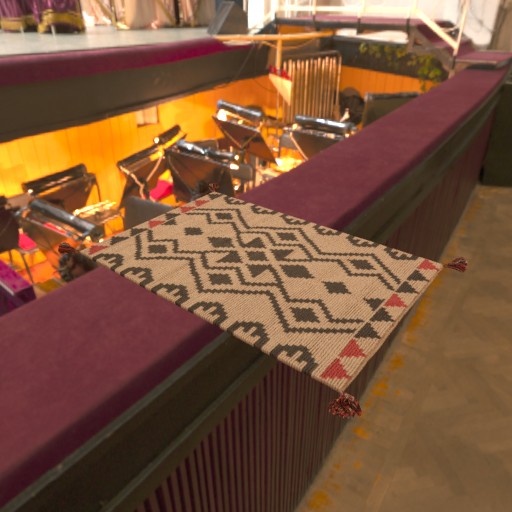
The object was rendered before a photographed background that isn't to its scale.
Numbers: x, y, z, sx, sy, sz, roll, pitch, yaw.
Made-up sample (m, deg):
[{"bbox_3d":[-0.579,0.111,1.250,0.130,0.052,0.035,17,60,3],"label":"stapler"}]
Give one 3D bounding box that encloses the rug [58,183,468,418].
[{"bbox_3d":[0.000,0.000,2.650,2.069,0.067,1.444,22,37,32],"label":"rug"}]
